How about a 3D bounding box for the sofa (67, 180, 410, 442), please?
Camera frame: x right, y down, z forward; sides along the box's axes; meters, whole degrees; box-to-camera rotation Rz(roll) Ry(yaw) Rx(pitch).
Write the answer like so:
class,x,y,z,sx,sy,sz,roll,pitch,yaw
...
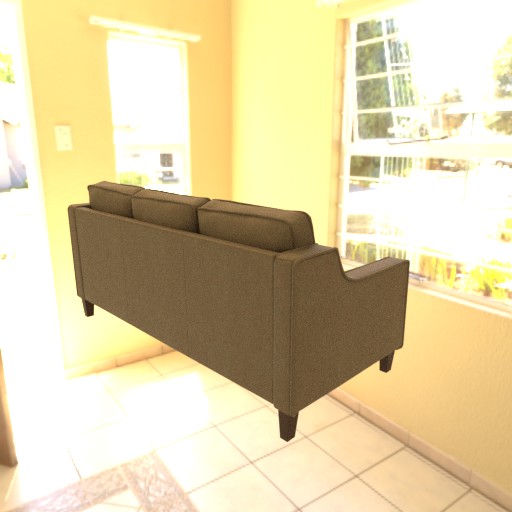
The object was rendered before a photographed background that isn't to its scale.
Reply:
class,x,y,z,sx,sy,sz,roll,pitch,yaw
sofa,0.000,0.000,3.309,1.858,1.081,2.317,-14,20,-43
